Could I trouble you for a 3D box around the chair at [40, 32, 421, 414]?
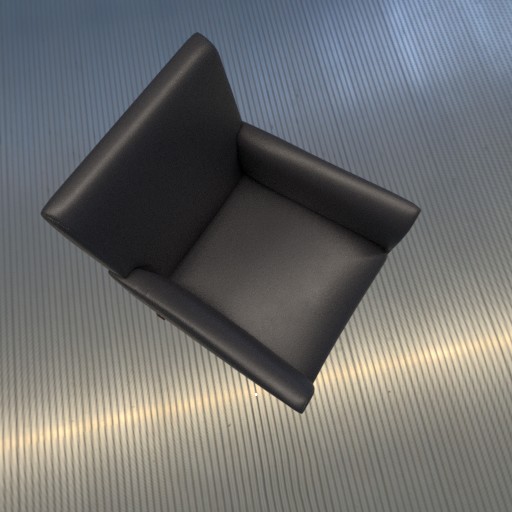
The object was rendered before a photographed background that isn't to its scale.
[{"bbox_3d":[0.000,0.000,1.454,0.772,0.951,0.683,32,75,9],"label":"chair"}]
